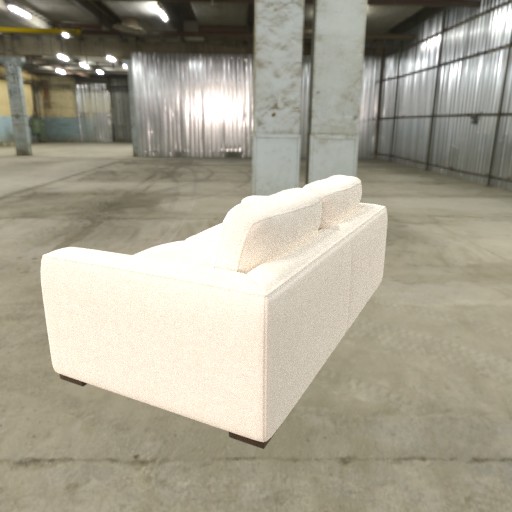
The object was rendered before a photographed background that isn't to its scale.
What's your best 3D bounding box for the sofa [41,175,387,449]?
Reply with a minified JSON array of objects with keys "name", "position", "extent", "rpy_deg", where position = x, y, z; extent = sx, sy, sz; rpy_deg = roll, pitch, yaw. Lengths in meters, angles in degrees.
[{"name":"sofa","position":[0.000,0.000,2.428],"extent":[1.069,0.801,1.920],"rpy_deg":[8,18,26]}]
